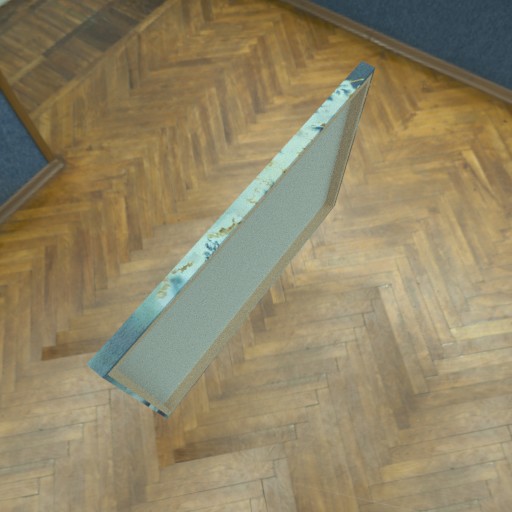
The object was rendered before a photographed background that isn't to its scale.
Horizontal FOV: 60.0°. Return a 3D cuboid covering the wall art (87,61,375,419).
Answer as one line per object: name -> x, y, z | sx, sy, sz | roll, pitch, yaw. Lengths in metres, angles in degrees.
wall art -> 0.000, 0.000, 1.180 | 0.038, 0.608, 0.912 | 34, 68, 15
